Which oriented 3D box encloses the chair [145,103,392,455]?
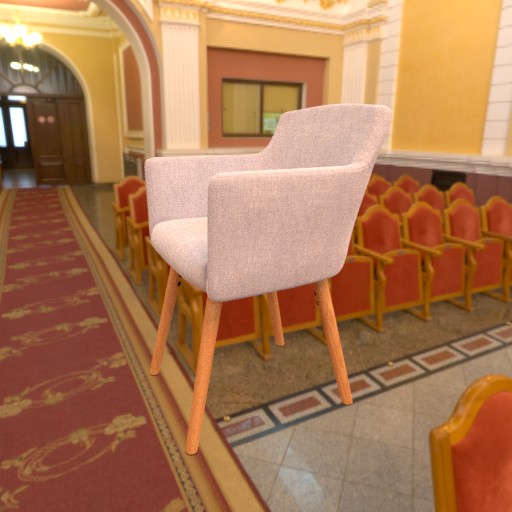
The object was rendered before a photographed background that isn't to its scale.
[{"bbox_3d":[0.000,0.000,1.187,0.540,0.780,0.570,-7,18,-25],"label":"chair"}]
